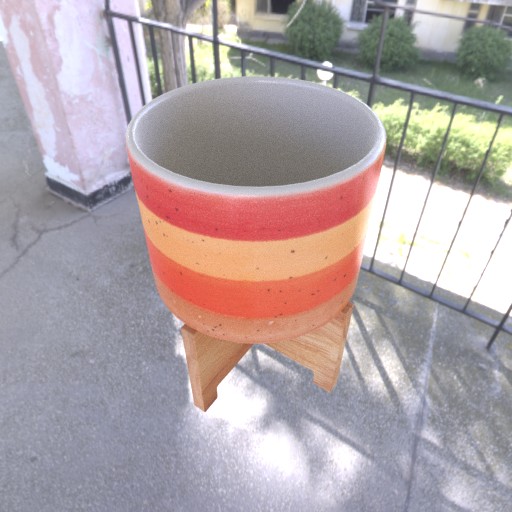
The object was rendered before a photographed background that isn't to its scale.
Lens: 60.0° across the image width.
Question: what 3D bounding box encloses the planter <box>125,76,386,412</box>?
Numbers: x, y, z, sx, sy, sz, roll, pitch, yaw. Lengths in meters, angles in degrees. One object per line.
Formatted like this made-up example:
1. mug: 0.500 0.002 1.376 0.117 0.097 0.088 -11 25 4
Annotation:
1. planter: 0.000 0.000 0.417 0.199 0.268 0.199 0 42 0
